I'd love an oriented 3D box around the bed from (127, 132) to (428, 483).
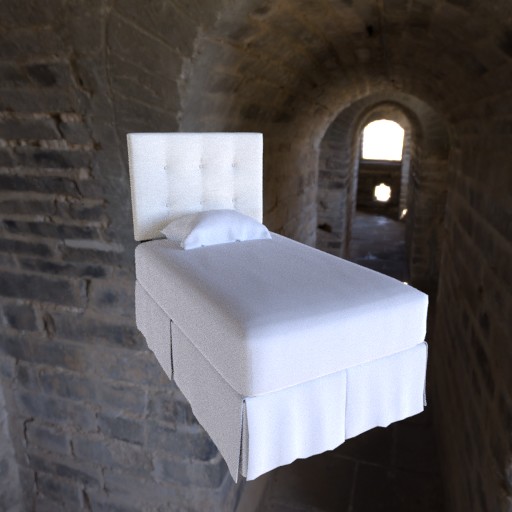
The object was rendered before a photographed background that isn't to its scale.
[{"bbox_3d":[0.000,0.000,2.944,1.261,1.571,1.997,-8,18,-28],"label":"bed"}]
